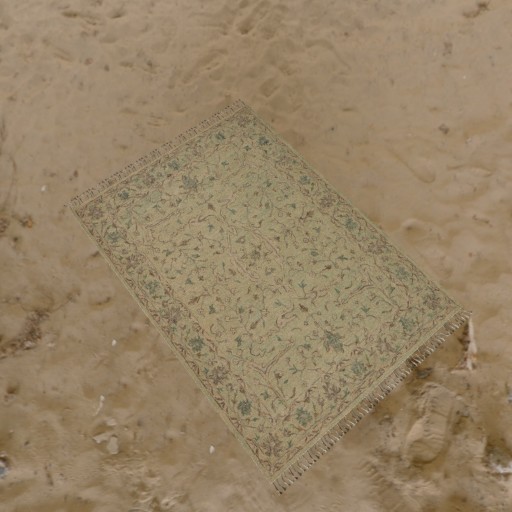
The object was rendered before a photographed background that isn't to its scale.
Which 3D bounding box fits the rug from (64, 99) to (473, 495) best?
[{"bbox_3d":[0.000,0.000,2.270,1.247,0.008,1.802,-36,69,-16],"label":"rug"}]
